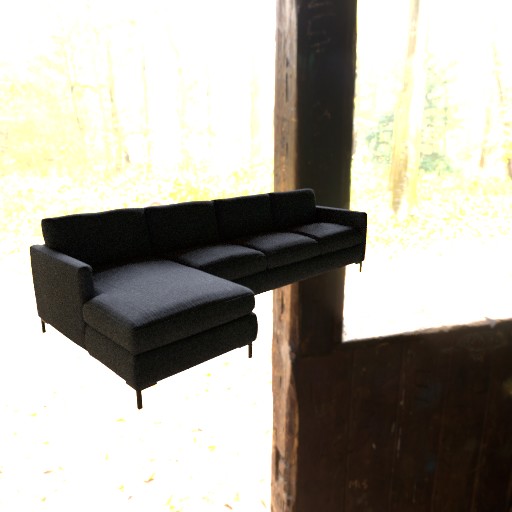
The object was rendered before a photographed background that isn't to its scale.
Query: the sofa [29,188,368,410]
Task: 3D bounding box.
[{"bbox_3d":[0.000,0.000,3.458,1.350,0.810,2.932,14,20,43],"label":"sofa"}]
